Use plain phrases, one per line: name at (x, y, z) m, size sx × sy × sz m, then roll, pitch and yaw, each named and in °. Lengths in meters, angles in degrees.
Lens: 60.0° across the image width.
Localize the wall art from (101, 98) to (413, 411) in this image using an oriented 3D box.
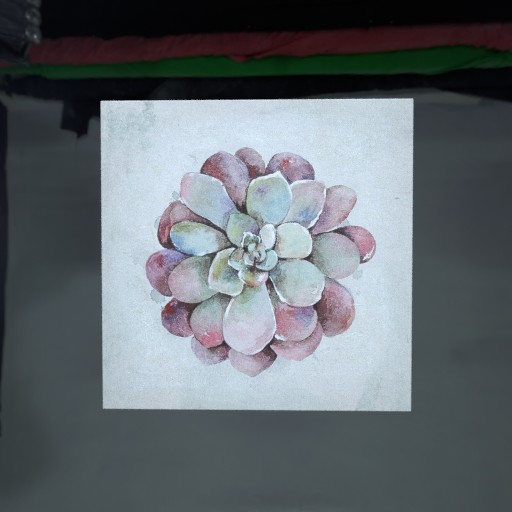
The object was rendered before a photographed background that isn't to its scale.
wall art at (0.000, 0.000, 0.884) m, size 0.605 × 0.605 × 0.044 m, roll 0°, pitch 1°, yaw 1°
